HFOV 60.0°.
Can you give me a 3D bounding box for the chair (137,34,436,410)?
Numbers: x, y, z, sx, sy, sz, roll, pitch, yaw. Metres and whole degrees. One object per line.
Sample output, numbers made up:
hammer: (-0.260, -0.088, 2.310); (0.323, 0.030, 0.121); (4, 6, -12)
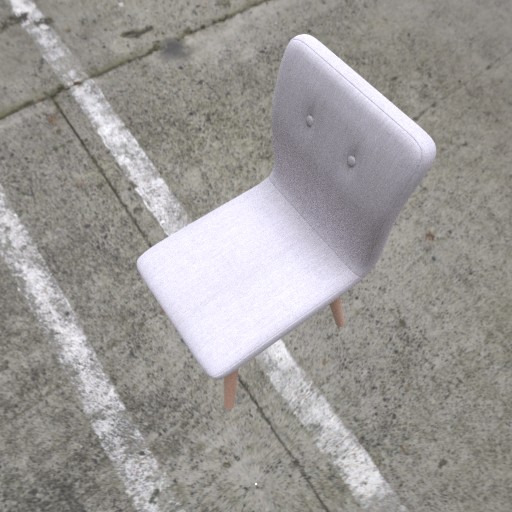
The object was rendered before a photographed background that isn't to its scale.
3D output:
chair: (0.000, 0.000, 1.177); (0.550, 0.885, 0.435); (-33, 67, -15)
